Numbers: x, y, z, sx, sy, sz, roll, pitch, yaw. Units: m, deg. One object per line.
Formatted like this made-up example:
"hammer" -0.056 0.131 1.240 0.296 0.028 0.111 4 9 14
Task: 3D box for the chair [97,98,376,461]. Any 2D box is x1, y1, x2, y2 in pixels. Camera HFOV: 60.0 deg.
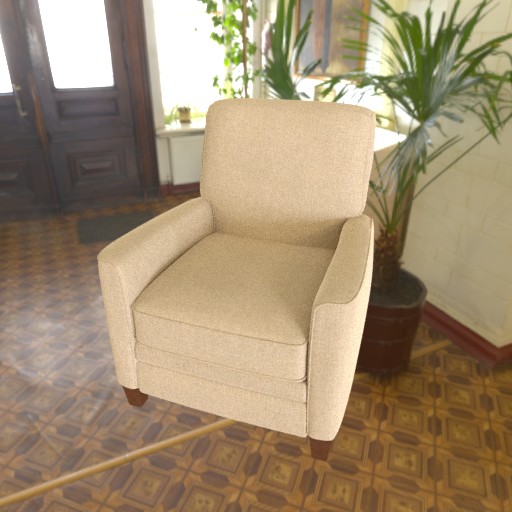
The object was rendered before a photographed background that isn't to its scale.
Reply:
"chair" 0.000 0.000 1.650 0.845 1.023 0.859 9 28 17
